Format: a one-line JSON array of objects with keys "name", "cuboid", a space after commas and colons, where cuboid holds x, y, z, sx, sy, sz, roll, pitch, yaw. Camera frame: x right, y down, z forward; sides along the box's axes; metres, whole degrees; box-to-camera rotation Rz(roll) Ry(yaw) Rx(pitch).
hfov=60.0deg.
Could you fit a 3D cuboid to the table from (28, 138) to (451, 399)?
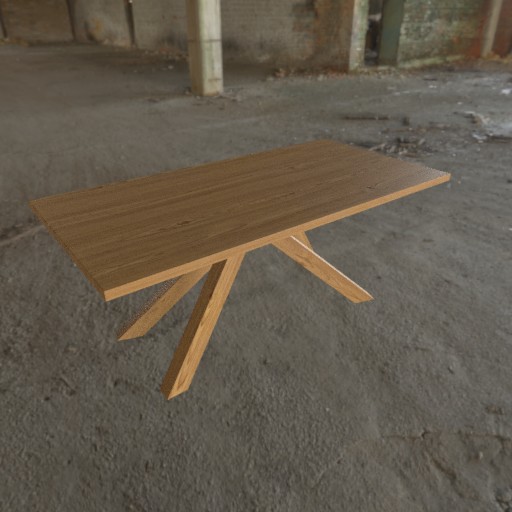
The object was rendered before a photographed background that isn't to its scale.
[{"name": "table", "cuboid": [0.000, 0.000, 2.264, 1.797, 0.750, 0.901, -20, 34, -32]}]
